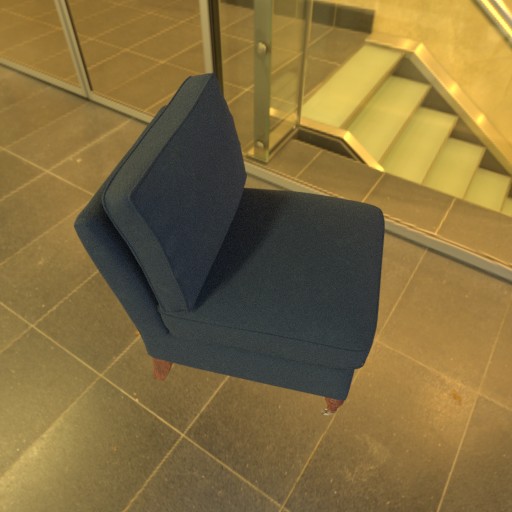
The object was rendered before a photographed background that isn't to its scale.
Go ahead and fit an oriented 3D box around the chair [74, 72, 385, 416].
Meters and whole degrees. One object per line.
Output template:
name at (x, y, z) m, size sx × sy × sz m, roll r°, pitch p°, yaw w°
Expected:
chair at (0.000, 0.000, 1.666) m, size 0.912 × 1.052 × 0.724 m, roll 10°, pitch 48°, yaw 9°
